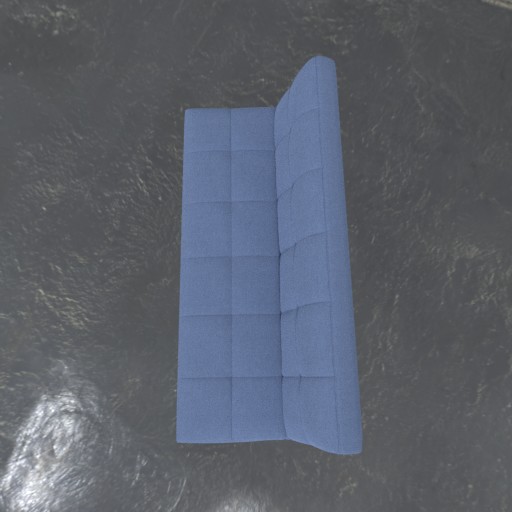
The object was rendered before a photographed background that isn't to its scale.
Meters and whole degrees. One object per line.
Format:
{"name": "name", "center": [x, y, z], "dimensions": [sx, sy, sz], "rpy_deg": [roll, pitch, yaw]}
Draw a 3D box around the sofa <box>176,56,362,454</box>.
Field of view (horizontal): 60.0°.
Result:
{"name": "sofa", "center": [0.000, 0.000, 2.263], "dimensions": [0.796, 0.800, 1.800], "rpy_deg": [-1, 75, 0]}
